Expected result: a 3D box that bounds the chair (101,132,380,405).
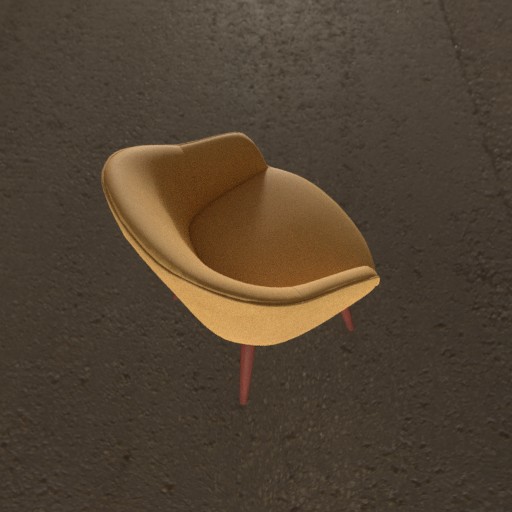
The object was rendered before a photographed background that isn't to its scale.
[{"bbox_3d":[0.000,0.000,1.280,0.635,0.823,0.596,-30,63,-17],"label":"chair"}]
